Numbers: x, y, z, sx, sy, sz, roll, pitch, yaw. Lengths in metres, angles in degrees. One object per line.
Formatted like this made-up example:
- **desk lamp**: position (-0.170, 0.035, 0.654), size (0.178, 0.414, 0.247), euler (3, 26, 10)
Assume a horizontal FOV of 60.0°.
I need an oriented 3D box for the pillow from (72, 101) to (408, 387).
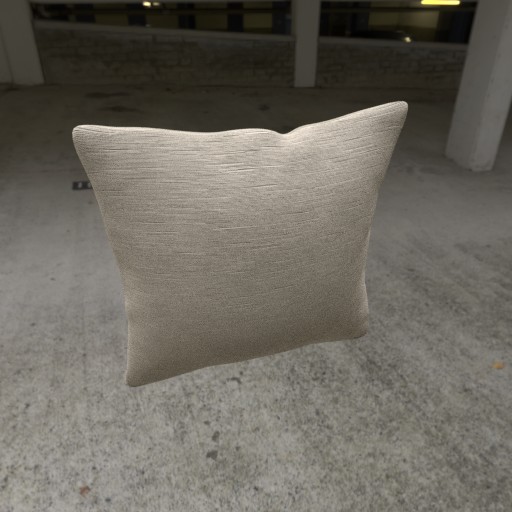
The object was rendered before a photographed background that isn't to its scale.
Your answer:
- **pillow**: position (0.000, 0.000, 0.660), size (0.437, 0.420, 0.162), euler (-9, 32, -15)
